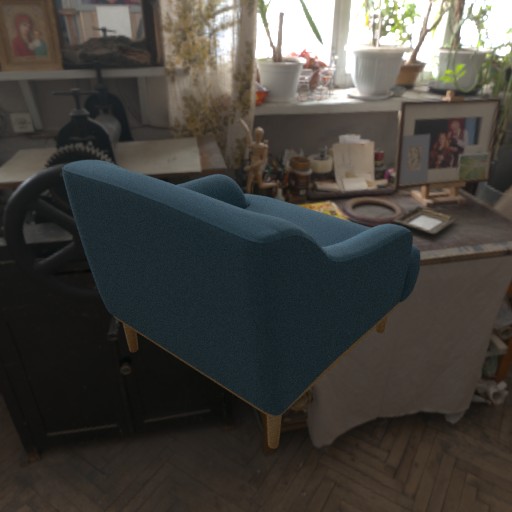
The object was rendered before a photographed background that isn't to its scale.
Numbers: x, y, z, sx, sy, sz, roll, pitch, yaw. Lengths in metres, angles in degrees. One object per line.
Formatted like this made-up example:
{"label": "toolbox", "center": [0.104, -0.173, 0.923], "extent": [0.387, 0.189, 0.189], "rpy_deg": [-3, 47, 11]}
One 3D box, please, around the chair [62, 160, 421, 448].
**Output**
{"label": "chair", "center": [0.000, 0.000, 1.647], "extent": [0.946, 0.818, 0.951], "rpy_deg": [22, 36, 33]}
